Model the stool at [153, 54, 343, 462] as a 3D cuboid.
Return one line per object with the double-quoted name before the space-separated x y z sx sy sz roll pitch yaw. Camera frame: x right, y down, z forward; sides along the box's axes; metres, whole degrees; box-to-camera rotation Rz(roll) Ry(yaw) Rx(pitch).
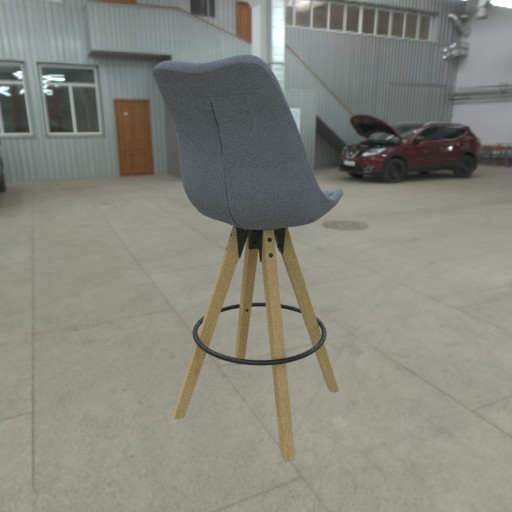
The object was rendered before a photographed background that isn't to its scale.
"stool" 0.000 0.000 1.422 0.485 1.115 0.550 9 19 28
